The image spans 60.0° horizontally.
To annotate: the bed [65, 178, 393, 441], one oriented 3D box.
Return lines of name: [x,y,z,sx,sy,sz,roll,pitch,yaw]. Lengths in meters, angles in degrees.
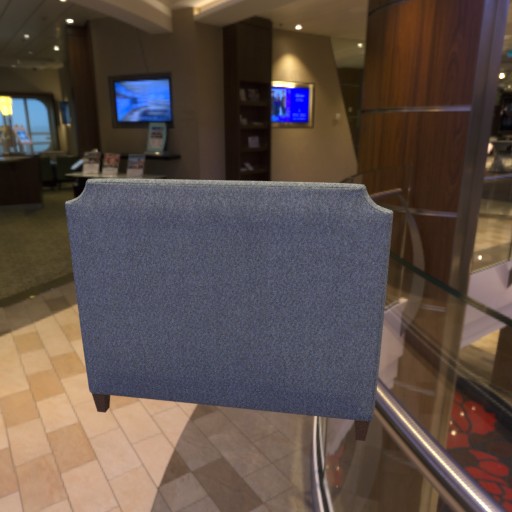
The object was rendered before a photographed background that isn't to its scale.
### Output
bed: [0.000,0.000,3.495,1.712,1.443,2.372,3,17,9]
